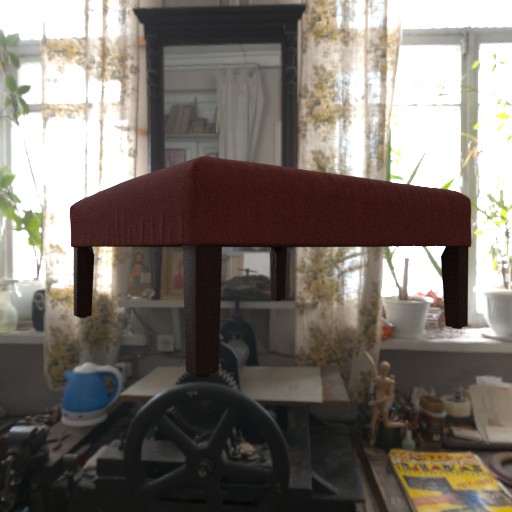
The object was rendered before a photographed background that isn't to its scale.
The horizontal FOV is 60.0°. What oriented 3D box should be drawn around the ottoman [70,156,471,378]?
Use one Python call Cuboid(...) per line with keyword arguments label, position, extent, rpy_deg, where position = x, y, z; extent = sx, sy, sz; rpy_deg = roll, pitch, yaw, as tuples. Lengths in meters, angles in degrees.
Cuboid(label="ottoman", position=(0.000, 0.000, 1.365), extent=(0.889, 0.411, 0.890), rpy_deg=(-1, 1, -35))
